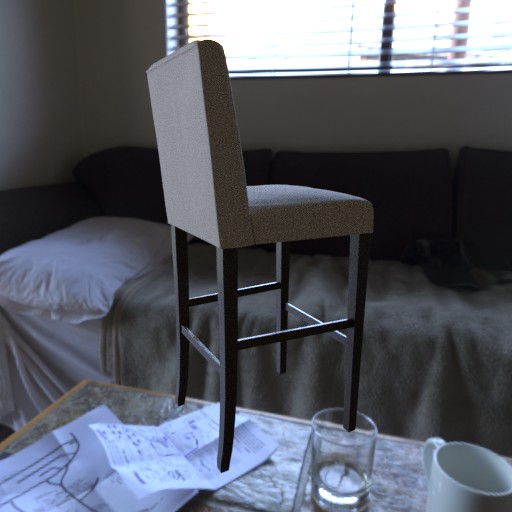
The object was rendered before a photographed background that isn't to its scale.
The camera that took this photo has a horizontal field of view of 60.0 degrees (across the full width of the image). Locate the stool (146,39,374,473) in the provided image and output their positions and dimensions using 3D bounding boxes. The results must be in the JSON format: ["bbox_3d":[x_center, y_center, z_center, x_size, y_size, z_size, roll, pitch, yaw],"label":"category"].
[{"bbox_3d":[0.000,0.000,1.367,0.509,1.116,0.474,-7,16,-27],"label":"stool"}]
